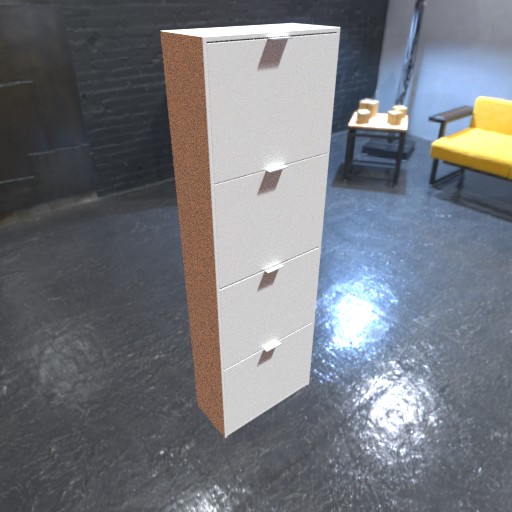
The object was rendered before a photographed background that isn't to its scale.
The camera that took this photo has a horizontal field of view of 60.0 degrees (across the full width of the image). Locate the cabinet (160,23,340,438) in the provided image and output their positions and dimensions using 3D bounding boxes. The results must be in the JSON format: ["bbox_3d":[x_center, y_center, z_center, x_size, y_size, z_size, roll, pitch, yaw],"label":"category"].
[{"bbox_3d":[0.000,0.000,1.784,0.520,1.630,0.255,-22,38,-32],"label":"cabinet"}]
